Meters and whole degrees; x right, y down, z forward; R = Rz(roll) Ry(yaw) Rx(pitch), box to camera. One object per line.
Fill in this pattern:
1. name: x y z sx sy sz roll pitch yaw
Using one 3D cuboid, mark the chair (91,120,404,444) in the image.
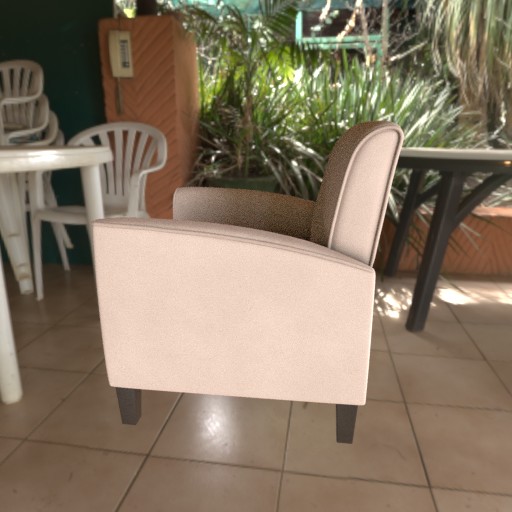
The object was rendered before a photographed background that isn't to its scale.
1. chair: 0.000 0.000 1.576 0.820 0.915 0.820 2 16 7
